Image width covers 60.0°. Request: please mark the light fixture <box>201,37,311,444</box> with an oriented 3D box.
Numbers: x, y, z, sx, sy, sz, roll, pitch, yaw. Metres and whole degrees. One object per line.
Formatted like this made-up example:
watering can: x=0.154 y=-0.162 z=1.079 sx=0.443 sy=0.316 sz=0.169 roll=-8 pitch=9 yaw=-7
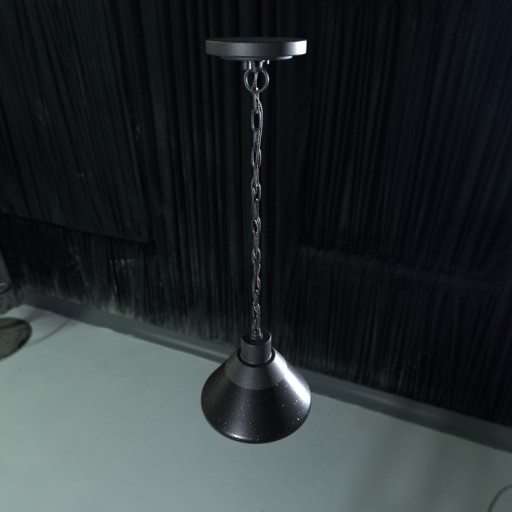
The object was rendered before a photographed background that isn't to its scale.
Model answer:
light fixture: x=0.000 y=0.000 z=0.670 sx=0.201 sy=0.588 sz=0.201 roll=9 pitch=30 yaw=17
